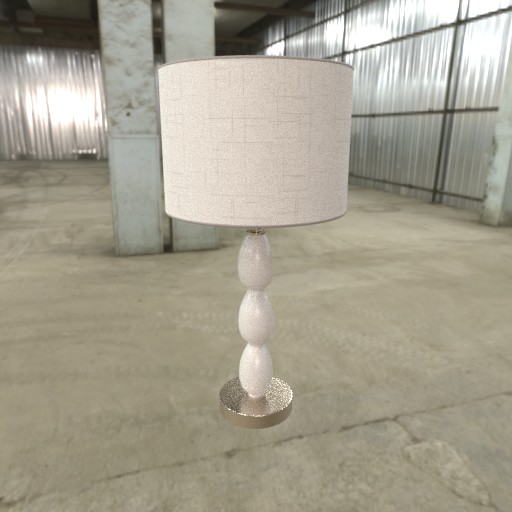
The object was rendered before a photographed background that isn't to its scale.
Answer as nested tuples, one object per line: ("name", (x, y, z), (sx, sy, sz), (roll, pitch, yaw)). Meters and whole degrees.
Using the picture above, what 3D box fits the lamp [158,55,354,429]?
("lamp", (0.000, 0.000, 0.720), (0.280, 0.559, 0.282), (3, 16, 9))
